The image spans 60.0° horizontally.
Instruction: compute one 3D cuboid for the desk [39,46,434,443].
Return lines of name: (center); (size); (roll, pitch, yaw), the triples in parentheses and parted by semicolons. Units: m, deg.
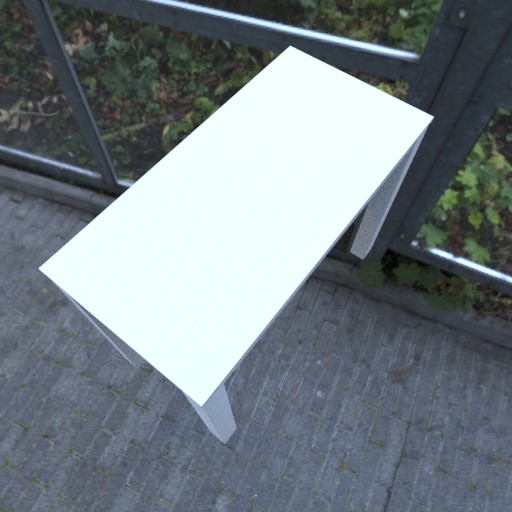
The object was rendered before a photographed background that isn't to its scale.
desk: (0.000, 0.000, 1.467); (0.497, 0.762, 0.990); (34, 67, 17)
